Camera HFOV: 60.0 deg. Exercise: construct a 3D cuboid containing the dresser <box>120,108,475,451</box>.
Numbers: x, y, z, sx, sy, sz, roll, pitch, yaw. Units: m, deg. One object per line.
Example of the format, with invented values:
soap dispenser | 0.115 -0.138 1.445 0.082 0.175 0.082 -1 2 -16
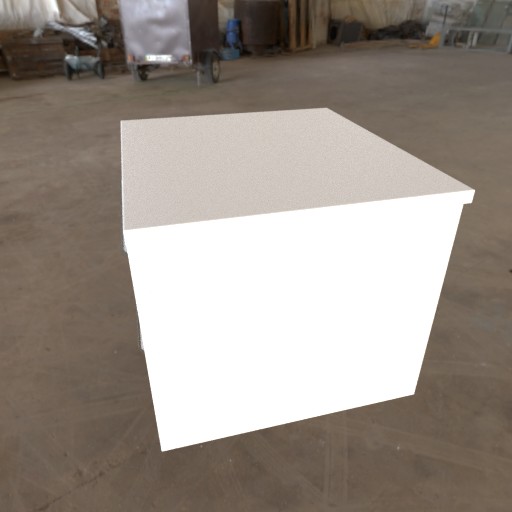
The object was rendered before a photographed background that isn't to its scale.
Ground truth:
dresser | 0.000 0.000 0.728 0.400 0.360 0.430 -8 32 -13
